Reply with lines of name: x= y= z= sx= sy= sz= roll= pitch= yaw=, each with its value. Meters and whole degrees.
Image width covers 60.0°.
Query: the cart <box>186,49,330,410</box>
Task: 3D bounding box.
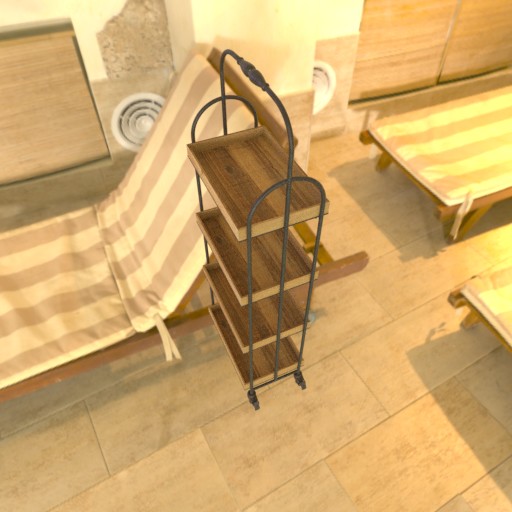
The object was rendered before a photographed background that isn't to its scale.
cart: x=0.000 y=0.000 z=1.741 sx=0.308 sy=1.481 sz=0.581 roll=-18 pitch=50 yaw=-16
